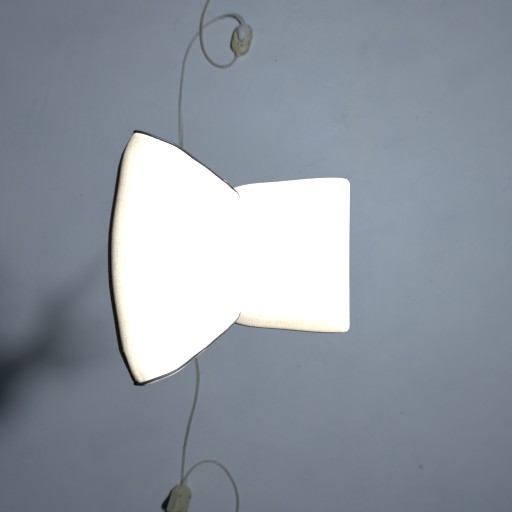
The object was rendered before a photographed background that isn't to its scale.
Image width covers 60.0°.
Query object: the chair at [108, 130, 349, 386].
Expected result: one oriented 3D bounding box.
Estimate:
[{"bbox_3d":[0.000,0.000,1.370,0.623,0.997,0.522,0,91,-1],"label":"chair"}]
